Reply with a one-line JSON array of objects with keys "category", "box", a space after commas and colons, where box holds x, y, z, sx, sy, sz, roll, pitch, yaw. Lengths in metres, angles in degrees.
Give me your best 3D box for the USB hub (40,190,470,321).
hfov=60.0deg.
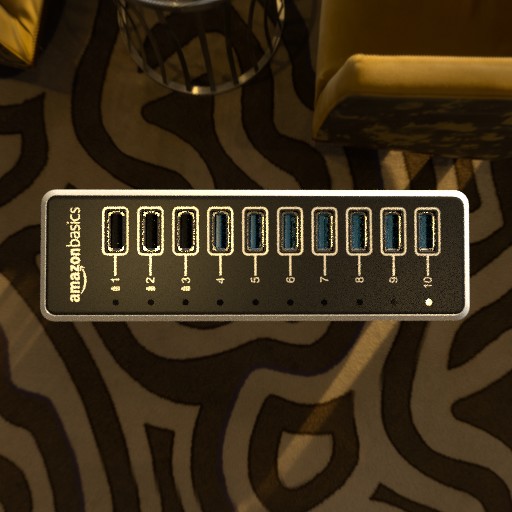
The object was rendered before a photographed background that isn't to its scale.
[{"category": "USB hub", "box": [0.000, 0.000, 0.160, 0.145, 0.023, 0.044, 0, 89, -1]}]
